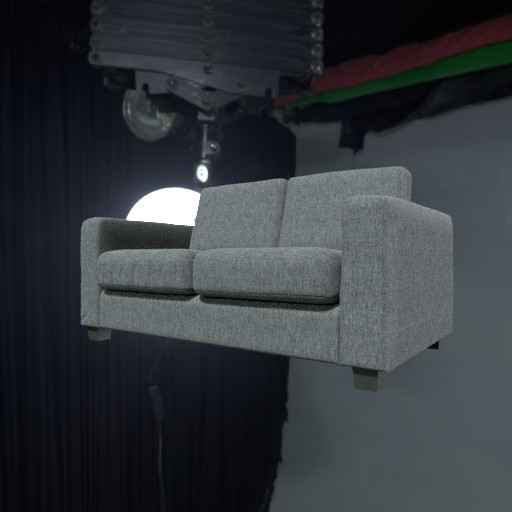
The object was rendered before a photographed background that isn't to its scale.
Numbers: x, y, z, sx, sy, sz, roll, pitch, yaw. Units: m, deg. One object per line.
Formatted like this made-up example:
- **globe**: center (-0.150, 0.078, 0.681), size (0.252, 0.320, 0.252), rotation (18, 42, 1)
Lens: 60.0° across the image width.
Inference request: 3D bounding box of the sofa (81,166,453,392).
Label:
- **sofa**: center (0.000, 0.000, 2.020), size (1.520, 0.800, 0.900), rotation (0, 0, 36)
